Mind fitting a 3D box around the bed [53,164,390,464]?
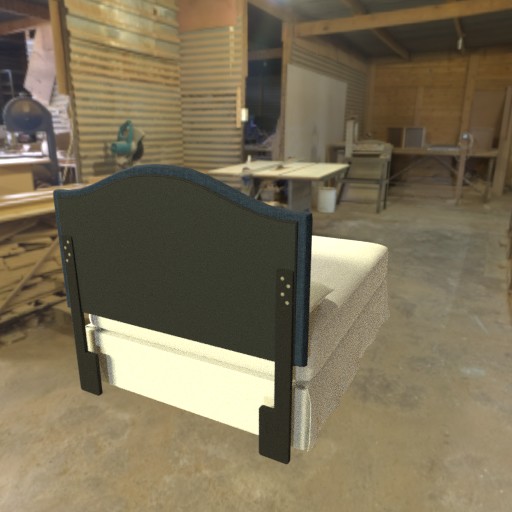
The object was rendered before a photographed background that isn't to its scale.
[{"bbox_3d":[0.000,0.000,3.348,1.713,1.518,2.153,8,19,26],"label":"bed"}]
